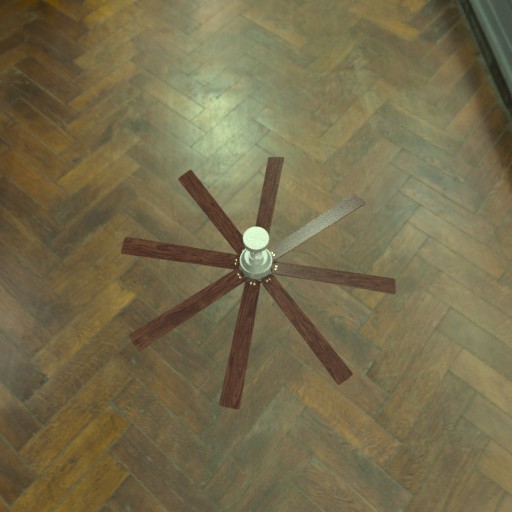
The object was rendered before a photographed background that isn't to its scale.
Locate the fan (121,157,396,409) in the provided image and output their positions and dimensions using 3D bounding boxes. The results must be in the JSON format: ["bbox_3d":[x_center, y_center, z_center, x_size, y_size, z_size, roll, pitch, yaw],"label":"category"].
[{"bbox_3d":[0.000,0.000,2.816,1.830,0.472,1.830,-32,68,-15],"label":"fan"}]
